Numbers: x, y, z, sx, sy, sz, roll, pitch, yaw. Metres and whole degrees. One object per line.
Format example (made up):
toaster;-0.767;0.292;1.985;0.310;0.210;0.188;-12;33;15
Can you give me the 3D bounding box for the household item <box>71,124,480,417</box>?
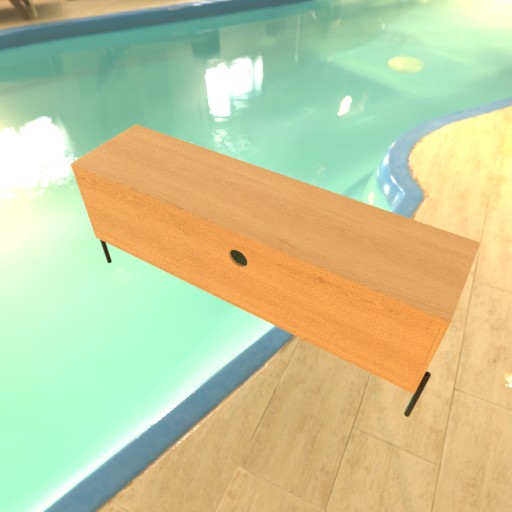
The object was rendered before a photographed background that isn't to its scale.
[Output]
household item;0.000;0.000;1.834;1.550;0.600;0.400;23;49;22
